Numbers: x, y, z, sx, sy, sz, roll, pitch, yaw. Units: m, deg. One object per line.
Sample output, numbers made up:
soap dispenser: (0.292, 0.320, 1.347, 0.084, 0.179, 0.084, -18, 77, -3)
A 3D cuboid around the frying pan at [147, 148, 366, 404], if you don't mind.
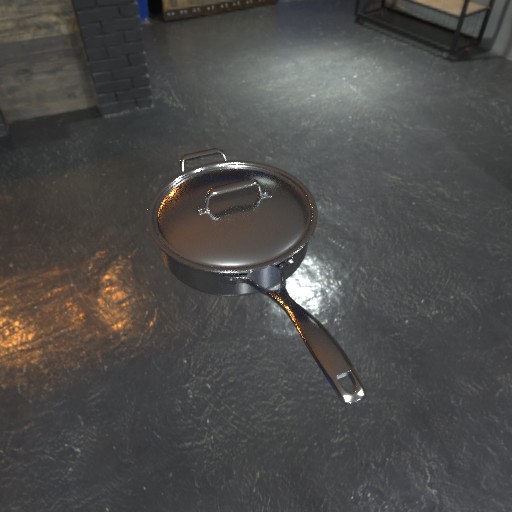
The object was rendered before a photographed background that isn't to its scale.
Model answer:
frying pan: (0.000, 0.000, 0.592, 0.245, 0.111, 0.492, -16, 48, -15)
